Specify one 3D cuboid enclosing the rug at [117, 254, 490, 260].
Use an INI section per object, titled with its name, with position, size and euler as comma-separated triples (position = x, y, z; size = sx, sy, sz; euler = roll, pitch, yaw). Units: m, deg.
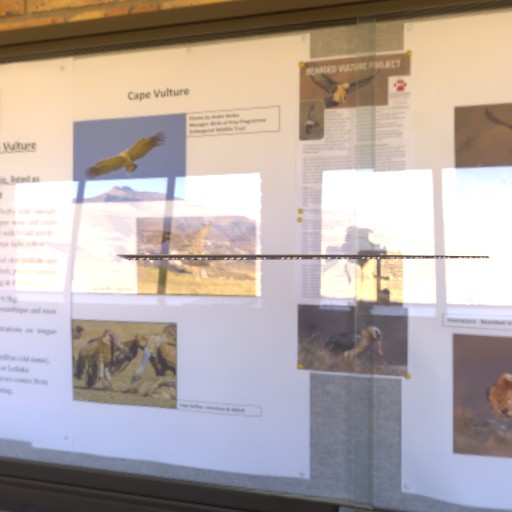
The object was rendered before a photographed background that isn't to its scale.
[rug]
position = 0.000, 0.000, 3.921
size = 2.305, 0.017, 2.902
euler = 0, 0, -19
